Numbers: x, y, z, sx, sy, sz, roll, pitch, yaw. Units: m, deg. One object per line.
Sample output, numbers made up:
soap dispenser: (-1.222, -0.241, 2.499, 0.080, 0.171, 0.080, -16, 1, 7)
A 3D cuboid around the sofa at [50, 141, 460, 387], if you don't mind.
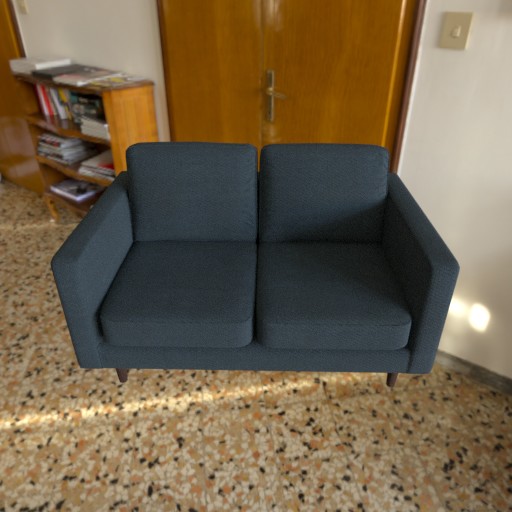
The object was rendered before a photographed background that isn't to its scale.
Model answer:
sofa: (0.000, 0.000, 2.137, 1.518, 0.930, 0.999, 1, 31, 1)
